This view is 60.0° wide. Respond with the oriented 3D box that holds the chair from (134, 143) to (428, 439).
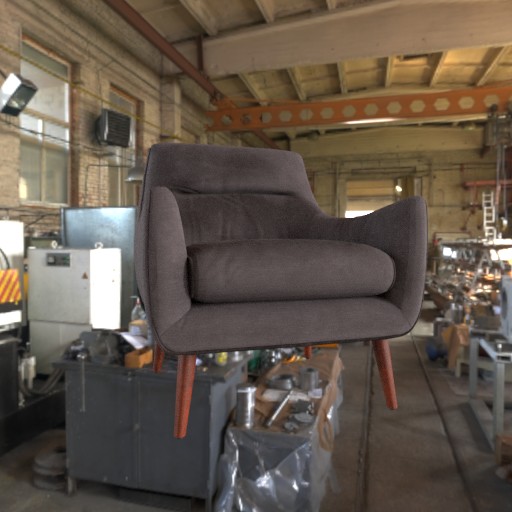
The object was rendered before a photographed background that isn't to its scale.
[{"bbox_3d":[0.000,0.000,1.441,0.762,0.838,0.787,-1,2,-18],"label":"chair"}]
